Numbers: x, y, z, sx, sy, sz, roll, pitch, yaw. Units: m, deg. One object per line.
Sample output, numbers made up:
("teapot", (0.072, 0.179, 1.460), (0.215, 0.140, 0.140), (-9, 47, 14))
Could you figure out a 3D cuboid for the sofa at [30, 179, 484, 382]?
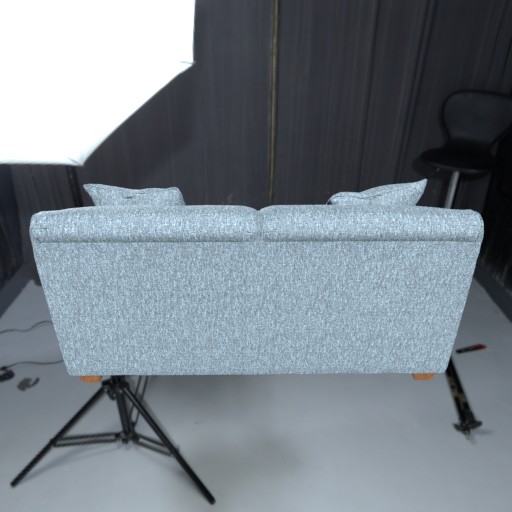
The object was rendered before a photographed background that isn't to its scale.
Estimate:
("sofa", (0.000, 0.000, 2.371), (1.846, 0.958, 0.998), (0, 30, -1))
